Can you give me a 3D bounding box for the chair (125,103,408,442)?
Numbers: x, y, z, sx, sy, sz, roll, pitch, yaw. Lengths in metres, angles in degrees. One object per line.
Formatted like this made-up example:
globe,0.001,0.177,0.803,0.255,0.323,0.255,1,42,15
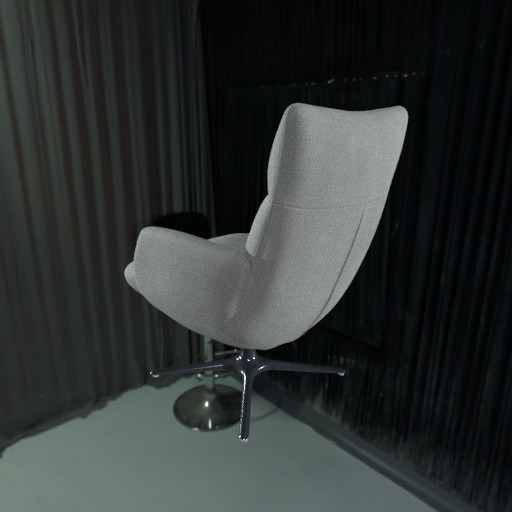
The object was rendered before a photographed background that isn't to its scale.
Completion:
chair,0.000,0.000,1.590,0.711,1.016,0.889,-17,24,-42
